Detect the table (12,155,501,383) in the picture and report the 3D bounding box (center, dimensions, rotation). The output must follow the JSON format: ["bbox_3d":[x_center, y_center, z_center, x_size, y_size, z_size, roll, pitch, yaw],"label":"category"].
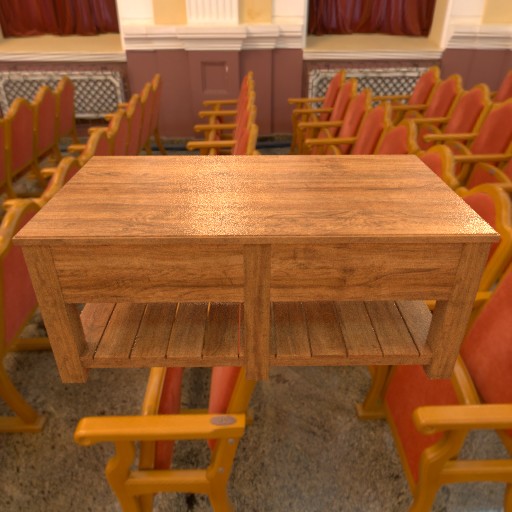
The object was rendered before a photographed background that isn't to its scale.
[{"bbox_3d":[0.000,0.000,1.435,1.150,0.480,0.635,0,30,-1],"label":"table"}]
